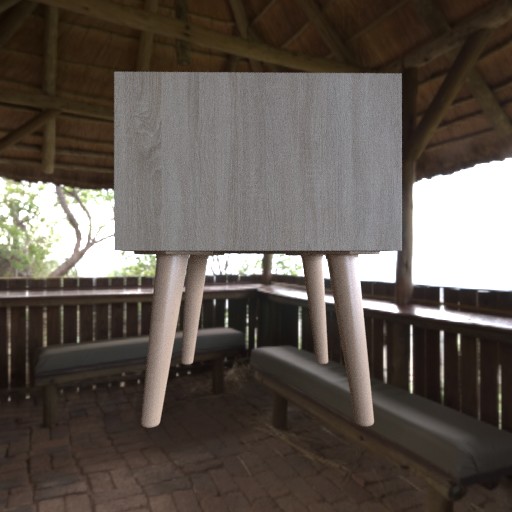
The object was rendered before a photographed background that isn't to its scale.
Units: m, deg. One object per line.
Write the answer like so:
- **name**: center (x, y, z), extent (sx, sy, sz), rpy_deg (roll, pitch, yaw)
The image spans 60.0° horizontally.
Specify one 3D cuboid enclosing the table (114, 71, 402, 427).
- **table**: center (0.000, 0.000, 0.794), extent (0.370, 0.470, 0.450), rpy_deg (0, 0, -1)
